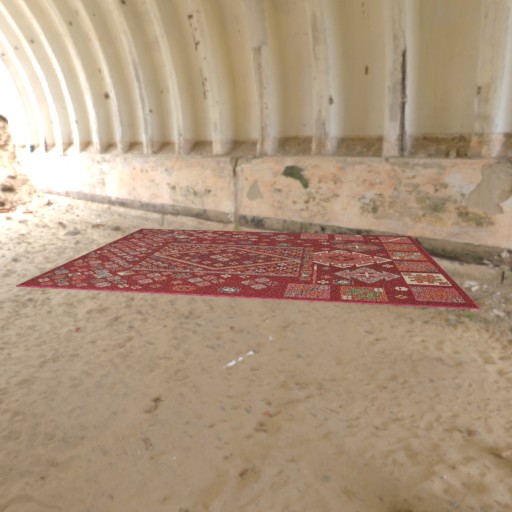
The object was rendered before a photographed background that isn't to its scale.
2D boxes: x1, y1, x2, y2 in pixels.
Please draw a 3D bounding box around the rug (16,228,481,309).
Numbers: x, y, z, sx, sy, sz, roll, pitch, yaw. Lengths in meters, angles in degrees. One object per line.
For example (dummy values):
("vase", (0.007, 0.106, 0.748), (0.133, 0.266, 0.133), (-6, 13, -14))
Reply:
("rug", (0.000, 0.000, 4.249), (3.306, 0.011, 2.389), (2, 14, 8))
